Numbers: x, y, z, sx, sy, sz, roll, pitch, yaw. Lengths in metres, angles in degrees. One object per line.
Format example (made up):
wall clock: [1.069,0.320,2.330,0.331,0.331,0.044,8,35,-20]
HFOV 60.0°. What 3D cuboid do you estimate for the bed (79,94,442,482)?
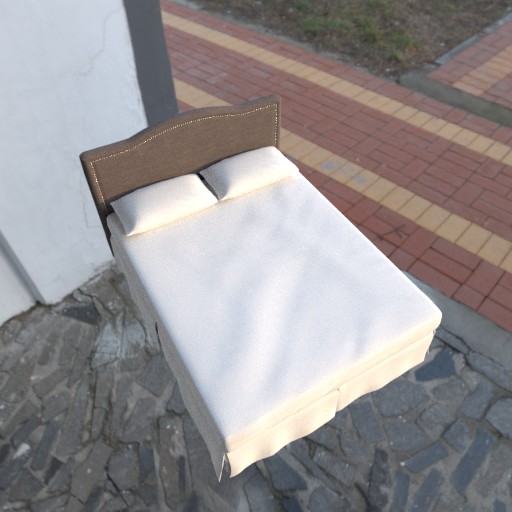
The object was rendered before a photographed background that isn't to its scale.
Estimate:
bed: [0.000,0.000,3.916,2.161,1.457,2.689,-24,53,-19]
